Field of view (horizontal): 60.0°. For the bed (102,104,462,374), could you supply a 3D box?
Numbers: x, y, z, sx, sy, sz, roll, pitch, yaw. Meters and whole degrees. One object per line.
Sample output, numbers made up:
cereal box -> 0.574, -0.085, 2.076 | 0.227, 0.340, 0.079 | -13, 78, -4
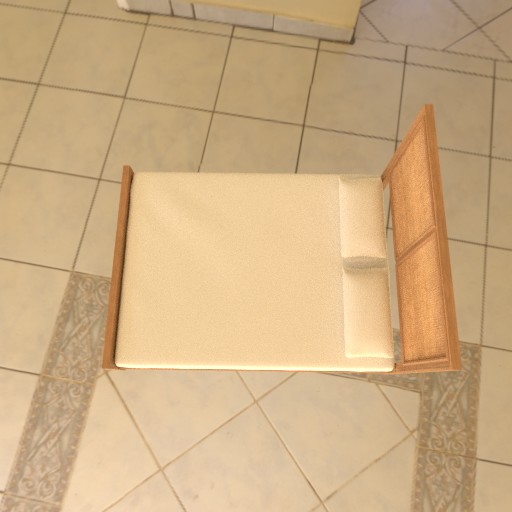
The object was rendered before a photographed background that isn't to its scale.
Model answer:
bed -> 0.000, 0.000, 3.215 | 2.184, 1.387, 1.606 | 1, 74, 0
